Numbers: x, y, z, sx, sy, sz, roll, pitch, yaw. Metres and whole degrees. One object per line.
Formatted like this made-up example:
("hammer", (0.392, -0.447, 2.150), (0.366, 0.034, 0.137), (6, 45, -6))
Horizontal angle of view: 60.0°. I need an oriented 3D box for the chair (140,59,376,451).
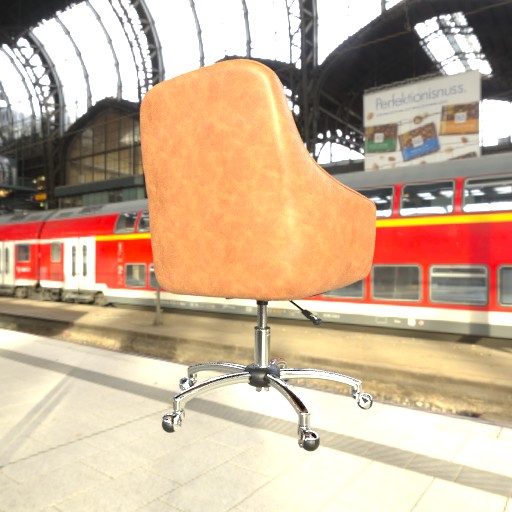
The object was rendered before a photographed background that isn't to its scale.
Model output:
("chair", (0.000, 0.000, 1.325), (0.628, 0.909, 0.615), (0, -1, 35))
